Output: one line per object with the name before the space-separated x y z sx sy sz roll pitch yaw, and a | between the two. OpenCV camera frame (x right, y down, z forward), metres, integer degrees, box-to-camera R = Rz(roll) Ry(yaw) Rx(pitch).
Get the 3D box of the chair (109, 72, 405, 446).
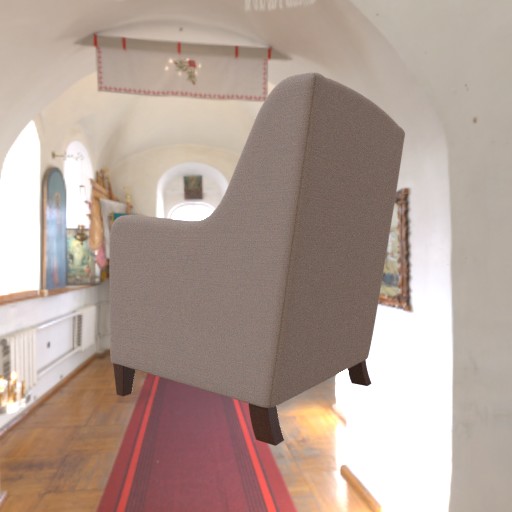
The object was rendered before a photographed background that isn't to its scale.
chair | 0.000 0.000 1.660 0.896 1.017 0.715 1 1 36
